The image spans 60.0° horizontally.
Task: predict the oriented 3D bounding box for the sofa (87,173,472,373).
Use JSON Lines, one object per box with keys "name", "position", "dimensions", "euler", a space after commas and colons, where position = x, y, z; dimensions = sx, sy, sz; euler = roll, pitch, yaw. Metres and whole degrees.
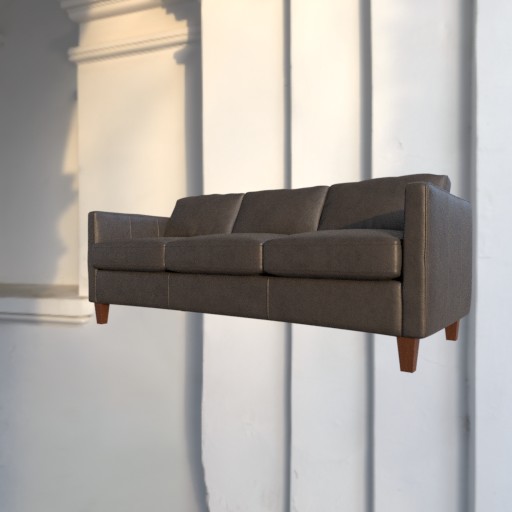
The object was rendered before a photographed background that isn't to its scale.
{"name": "sofa", "position": [0.000, 0.000, 2.937], "dimensions": [2.464, 1.006, 1.045], "euler": [0, 1, 36]}
